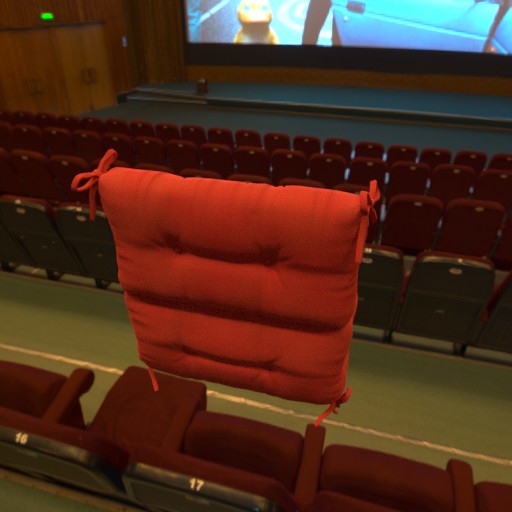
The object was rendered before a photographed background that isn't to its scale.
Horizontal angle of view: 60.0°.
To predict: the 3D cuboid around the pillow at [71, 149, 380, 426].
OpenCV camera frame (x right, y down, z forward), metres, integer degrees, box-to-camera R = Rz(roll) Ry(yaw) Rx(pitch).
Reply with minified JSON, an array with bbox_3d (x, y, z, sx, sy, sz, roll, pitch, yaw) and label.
[{"bbox_3d":[0.000,0.000,1.042,0.519,0.605,0.571,8,33,13],"label":"pillow"}]
